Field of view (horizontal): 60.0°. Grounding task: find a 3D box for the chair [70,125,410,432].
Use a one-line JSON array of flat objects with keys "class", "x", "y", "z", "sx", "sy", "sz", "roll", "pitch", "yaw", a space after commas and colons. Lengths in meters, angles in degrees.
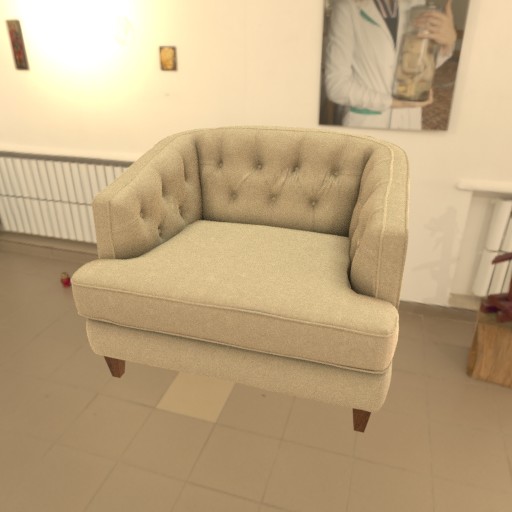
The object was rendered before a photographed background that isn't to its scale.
[{"class": "chair", "x": 0.000, "y": 0.000, "z": 1.764, "sx": 1.104, "sy": 0.852, "sz": 0.941, "roll": 8, "pitch": 27, "yaw": 15}]
